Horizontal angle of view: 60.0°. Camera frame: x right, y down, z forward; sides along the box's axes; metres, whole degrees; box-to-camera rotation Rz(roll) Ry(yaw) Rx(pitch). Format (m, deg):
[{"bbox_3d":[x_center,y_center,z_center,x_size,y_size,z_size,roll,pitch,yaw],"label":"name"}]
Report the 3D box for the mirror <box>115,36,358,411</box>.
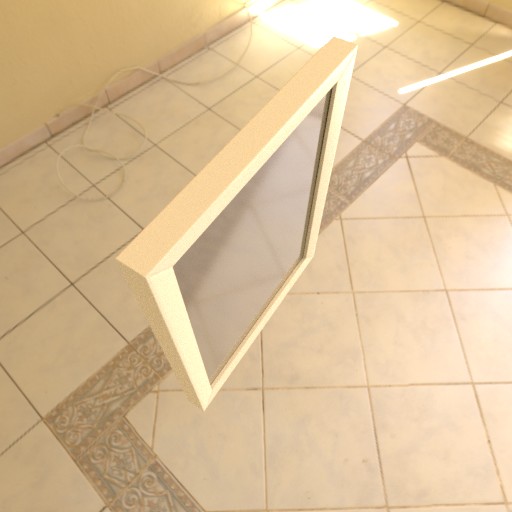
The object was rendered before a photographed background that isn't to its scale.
[{"bbox_3d":[0.000,0.000,0.693,0.041,0.508,0.405,30,63,17],"label":"mirror"}]
